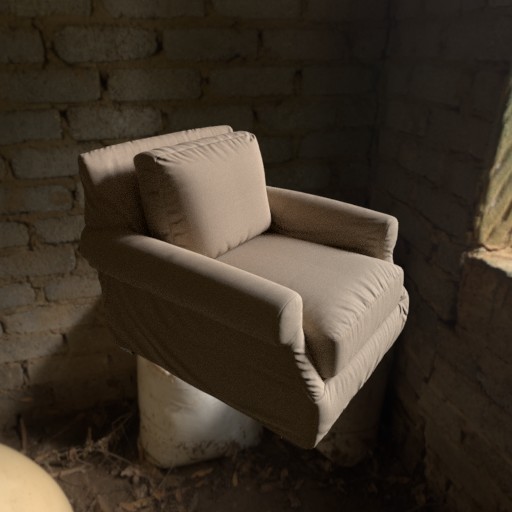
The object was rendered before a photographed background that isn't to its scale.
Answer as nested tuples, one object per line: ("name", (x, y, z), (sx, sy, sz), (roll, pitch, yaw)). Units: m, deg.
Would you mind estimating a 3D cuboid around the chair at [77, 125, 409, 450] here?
("chair", (0.000, 0.000, 1.775), (1.066, 0.866, 0.940), (17, 30, 32))
